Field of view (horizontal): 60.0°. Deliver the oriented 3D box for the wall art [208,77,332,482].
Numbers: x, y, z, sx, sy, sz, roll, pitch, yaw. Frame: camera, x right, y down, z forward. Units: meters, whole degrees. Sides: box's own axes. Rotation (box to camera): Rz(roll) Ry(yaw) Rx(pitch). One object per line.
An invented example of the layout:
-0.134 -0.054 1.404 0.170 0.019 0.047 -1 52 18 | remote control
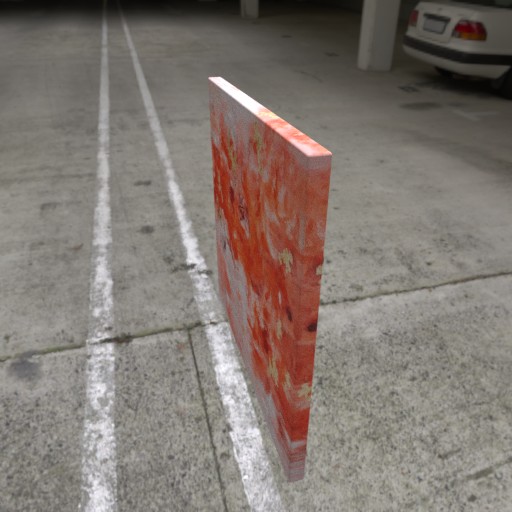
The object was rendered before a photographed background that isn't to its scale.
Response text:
0.000 0.000 1.118 0.064 0.746 0.747 -8 31 -14 | wall art
